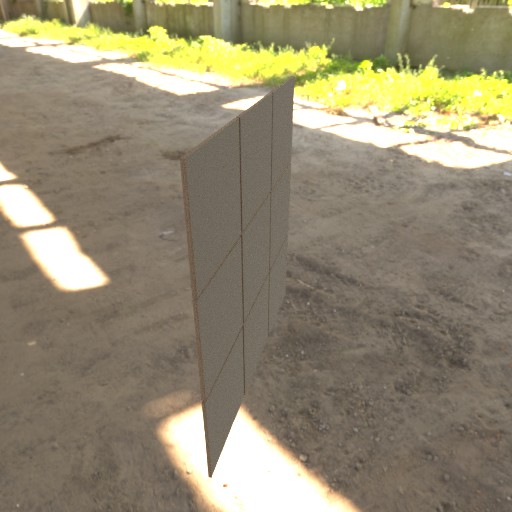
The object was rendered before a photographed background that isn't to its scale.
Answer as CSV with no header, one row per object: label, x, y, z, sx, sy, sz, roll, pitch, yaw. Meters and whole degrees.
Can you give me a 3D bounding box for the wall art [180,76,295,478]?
wall art,0.000,0.000,1.382,0.010,0.917,0.919,8,32,14
